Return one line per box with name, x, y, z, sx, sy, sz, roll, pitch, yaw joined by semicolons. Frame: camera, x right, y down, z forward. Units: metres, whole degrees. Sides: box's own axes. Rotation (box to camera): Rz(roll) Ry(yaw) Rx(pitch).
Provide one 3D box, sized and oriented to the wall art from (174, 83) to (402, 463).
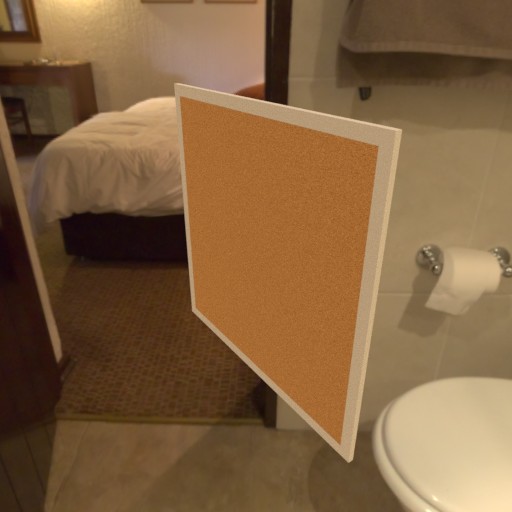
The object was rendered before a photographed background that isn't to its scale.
wall art;0.000;0.000;0.681;0.009;0.457;0.456;-18;33;-31
